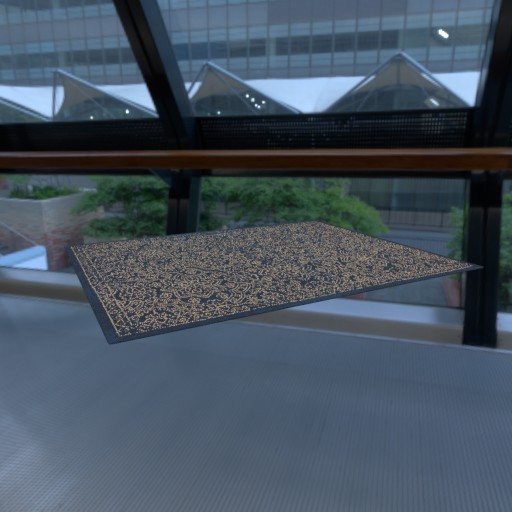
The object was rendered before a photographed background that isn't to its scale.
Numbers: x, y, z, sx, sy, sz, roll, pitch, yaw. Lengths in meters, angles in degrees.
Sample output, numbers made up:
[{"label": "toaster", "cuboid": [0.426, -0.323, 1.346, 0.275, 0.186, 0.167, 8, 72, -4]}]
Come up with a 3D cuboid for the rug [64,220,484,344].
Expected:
[{"label": "rug", "cuboid": [0.000, 0.000, 4.066, 3.048, 0.010, 2.438, -8, 17, -27]}]
